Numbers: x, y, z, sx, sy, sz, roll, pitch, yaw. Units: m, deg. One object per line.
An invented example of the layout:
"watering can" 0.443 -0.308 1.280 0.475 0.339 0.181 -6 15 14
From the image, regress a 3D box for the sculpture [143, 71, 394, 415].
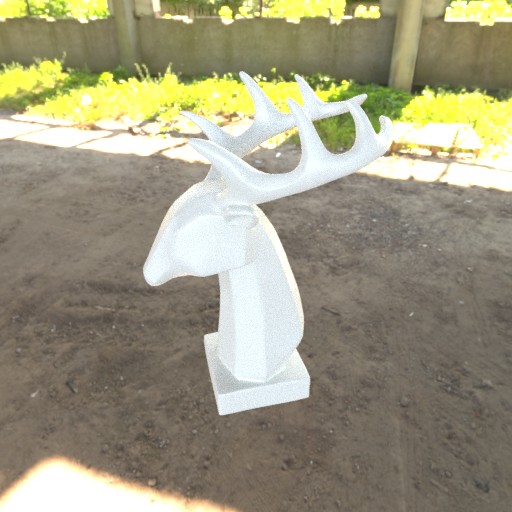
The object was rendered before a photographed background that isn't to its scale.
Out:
"sculpture" 0.000 0.000 0.449 0.224 0.329 0.174 -7 30 -12
